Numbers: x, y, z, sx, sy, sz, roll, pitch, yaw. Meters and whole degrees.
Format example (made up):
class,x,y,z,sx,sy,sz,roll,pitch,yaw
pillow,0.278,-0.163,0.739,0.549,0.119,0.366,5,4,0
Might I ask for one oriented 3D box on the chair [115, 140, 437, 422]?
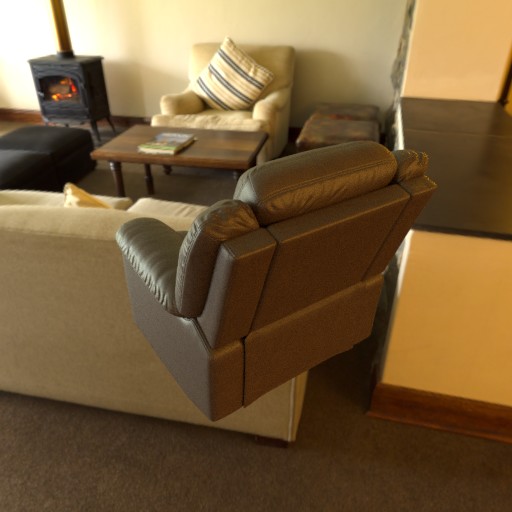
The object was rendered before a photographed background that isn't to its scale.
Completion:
class,x,y,z,sx,sy,sz,roll,pitch,yaw
chair,0.000,0.000,1.739,0.899,1.009,0.934,-20,37,-29
